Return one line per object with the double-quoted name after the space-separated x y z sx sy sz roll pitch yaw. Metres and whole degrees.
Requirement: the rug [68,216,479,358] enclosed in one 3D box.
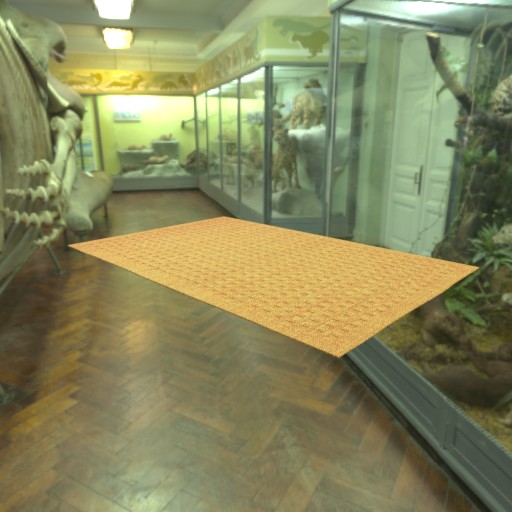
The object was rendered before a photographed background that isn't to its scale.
0.000 0.000 2.214 1.747 0.006 1.143 15 22 42 "rug"
